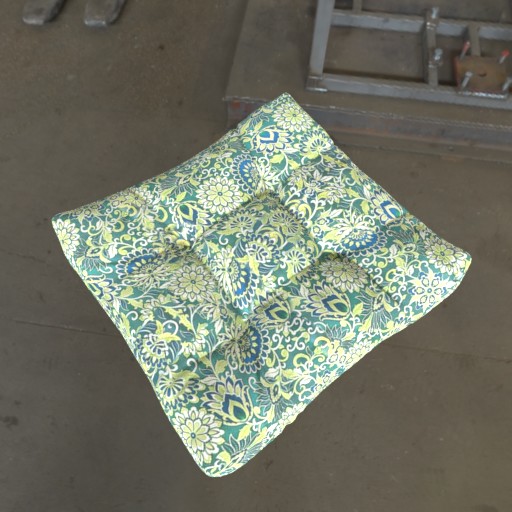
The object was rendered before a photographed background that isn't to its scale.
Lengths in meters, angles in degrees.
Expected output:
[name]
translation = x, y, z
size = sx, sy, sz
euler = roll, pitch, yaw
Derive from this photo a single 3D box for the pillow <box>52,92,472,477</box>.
[pillow]
translation = 0.000, 0.000, 0.715
size = 0.490, 0.128, 0.468
euler = -34, 68, -16
